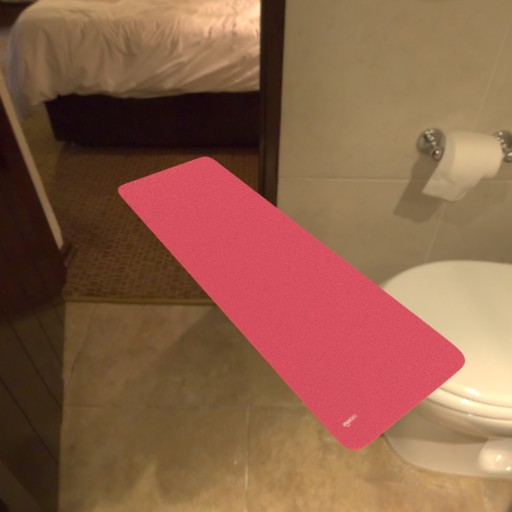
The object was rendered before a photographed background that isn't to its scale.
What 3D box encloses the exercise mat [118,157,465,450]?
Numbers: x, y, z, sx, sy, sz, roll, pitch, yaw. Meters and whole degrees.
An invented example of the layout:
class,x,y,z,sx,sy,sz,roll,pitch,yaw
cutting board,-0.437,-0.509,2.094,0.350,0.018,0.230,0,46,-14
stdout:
class,x,y,z,sx,sy,sz,roll,pitch,yaw
exercise mat,0.000,0.000,2.085,0.616,0.021,1.884,-26,48,-26
